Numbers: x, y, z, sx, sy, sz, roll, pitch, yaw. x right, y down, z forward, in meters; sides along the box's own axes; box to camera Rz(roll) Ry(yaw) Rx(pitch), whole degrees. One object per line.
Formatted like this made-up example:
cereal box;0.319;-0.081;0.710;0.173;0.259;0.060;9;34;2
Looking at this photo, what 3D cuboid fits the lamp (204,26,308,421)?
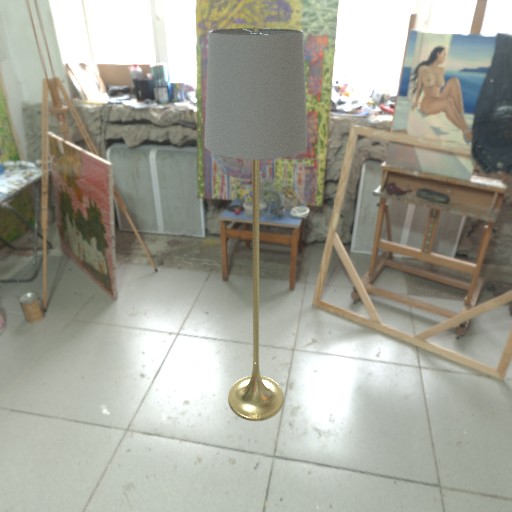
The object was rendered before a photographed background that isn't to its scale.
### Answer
lamp;0.000;0.000;1.678;0.337;1.543;0.337;0;31;0
